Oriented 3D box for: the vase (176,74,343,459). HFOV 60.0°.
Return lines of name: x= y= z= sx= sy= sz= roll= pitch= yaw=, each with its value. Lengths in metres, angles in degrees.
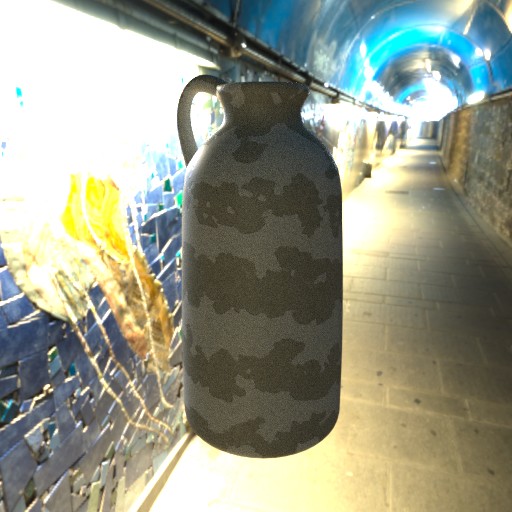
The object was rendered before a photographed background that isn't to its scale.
vase: x=0.000 y=0.000 z=0.492 sx=0.203 sy=0.382 sz=0.186 roll=9 pitch=18 yaw=28
